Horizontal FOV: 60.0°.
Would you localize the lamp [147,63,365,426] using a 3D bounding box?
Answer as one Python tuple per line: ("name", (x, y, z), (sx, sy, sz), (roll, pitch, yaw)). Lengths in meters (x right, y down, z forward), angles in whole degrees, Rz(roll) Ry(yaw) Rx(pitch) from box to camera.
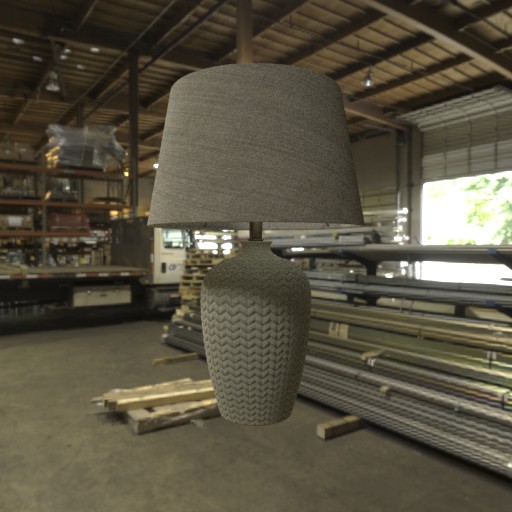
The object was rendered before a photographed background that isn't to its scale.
("lamp", (0.000, 0.000, 0.818), (0.390, 0.580, 0.390), (0, 2, 0))
